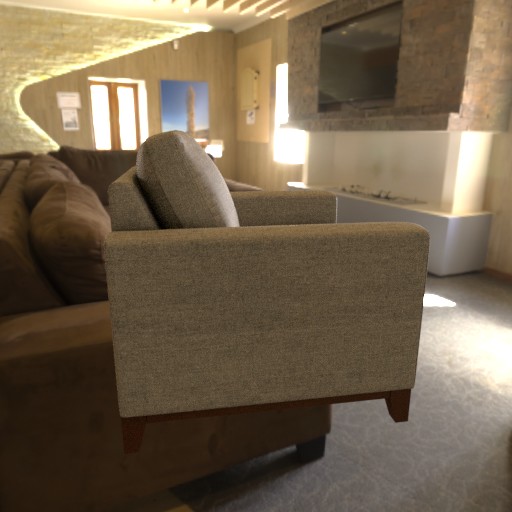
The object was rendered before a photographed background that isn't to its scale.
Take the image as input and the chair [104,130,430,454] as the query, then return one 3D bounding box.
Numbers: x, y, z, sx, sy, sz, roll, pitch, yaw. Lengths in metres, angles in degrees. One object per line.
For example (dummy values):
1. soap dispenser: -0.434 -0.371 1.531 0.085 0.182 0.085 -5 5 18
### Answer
1. chair: 0.000 0.000 1.847 1.038 1.010 1.024 -3 16 -9
